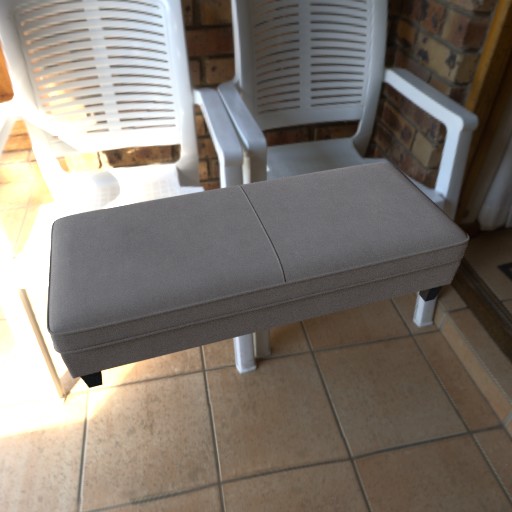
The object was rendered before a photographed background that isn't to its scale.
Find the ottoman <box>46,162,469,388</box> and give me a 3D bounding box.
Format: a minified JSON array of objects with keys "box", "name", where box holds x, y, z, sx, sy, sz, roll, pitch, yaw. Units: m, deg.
[{"box":[0.000,0.000,2.045,1.726,0.460,0.735,-12,43,-13],"name":"ottoman"}]
